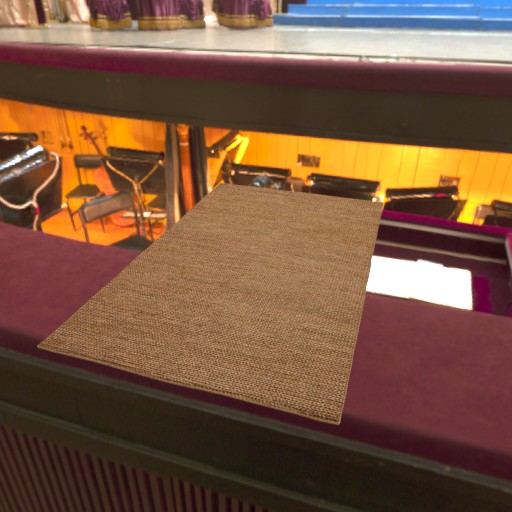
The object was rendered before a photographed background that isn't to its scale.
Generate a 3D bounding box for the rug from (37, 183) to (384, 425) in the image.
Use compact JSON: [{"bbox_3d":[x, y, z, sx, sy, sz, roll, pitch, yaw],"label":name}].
[{"bbox_3d":[0.000,0.000,3.021,1.521,0.034,2.438,9,31,16],"label":"rug"}]
